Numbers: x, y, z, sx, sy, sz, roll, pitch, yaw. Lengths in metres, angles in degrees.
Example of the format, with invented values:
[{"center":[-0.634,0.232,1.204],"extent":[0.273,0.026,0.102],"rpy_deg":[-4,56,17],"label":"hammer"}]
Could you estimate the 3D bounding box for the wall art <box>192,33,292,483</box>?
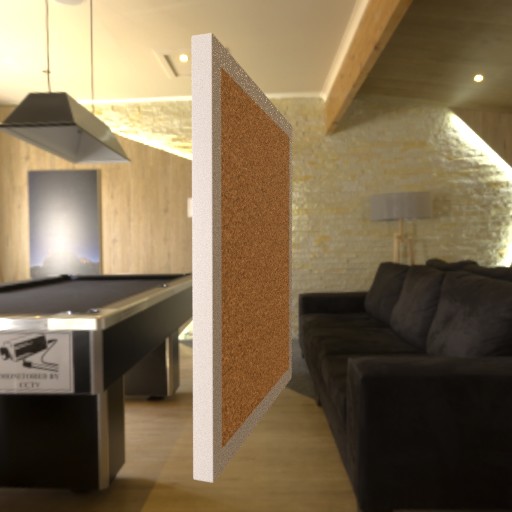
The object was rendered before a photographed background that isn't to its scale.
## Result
[{"center":[0.000,0.000,0.766],"extent":[0.028,0.556,0.454],"rpy_deg":[1,2,17],"label":"wall art"}]
